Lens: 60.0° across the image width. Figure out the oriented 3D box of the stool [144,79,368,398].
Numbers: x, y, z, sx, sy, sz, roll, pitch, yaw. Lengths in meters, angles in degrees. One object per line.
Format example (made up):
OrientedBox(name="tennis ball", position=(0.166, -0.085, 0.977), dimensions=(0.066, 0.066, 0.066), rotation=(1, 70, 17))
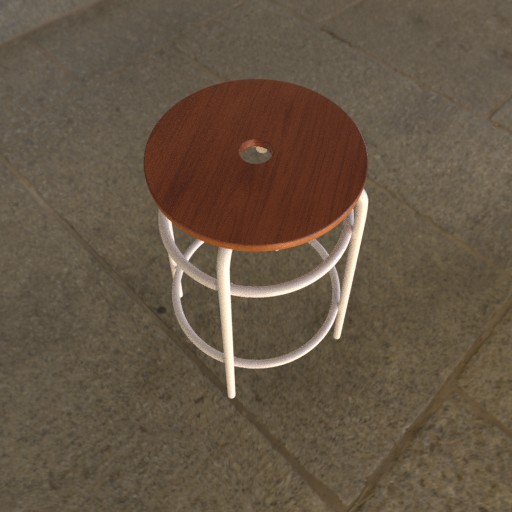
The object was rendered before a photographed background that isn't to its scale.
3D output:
OrientedBox(name="stool", position=(0.000, 0.000, 0.924), dimensions=(0.455, 0.610, 0.455), rotation=(14, 60, 8))
